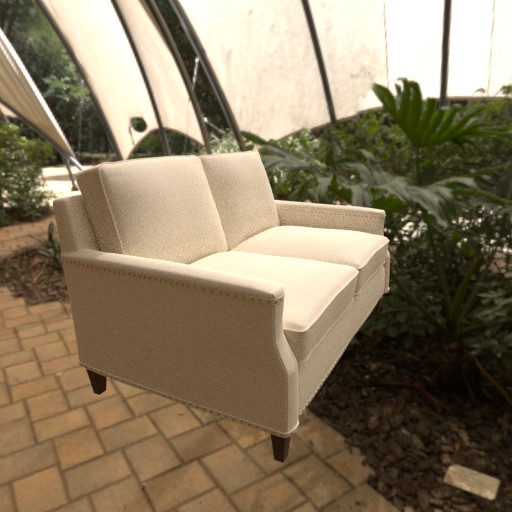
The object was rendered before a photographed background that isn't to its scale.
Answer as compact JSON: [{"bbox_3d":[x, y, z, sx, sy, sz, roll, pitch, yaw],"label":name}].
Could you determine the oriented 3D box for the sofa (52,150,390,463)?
[{"bbox_3d":[0.000,0.000,2.261,1.084,1.003,1.597,8,18,26],"label":"sofa"}]
